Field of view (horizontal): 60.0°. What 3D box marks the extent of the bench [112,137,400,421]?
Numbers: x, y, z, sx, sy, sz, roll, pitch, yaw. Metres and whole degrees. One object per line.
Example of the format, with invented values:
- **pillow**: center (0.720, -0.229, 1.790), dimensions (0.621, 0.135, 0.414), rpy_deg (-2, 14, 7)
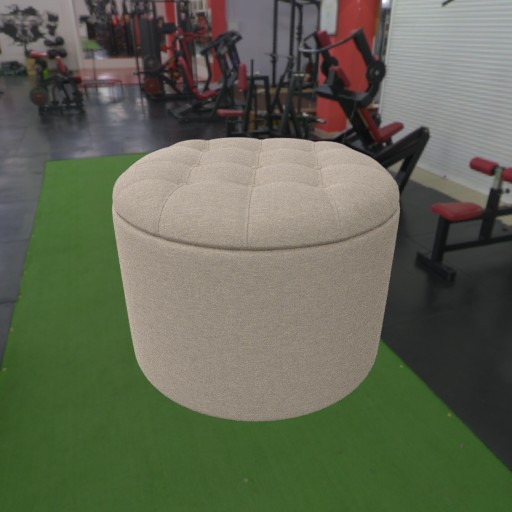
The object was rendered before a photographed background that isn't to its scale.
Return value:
- **bench**: center (0.000, 0.000, 1.025), dimensions (0.600, 0.454, 0.600), rpy_deg (0, 27, 0)
